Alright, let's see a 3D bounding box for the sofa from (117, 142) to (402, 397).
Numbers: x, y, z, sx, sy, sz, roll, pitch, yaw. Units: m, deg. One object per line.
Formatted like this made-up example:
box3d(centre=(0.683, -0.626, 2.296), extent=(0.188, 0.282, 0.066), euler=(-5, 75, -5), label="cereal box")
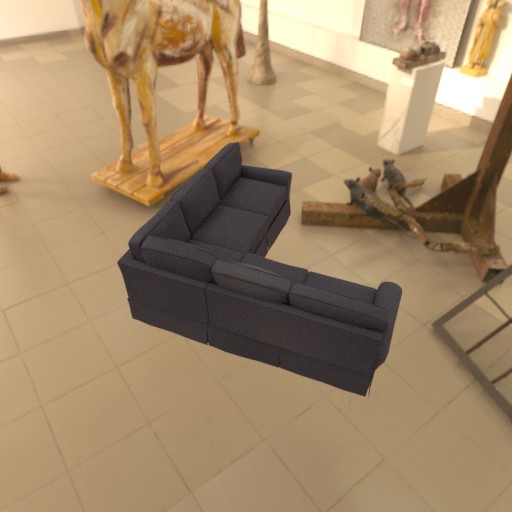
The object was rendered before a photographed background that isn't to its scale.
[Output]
box3d(centre=(0.000, 0.000, 5.158), extent=(2.874, 1.169, 3.773), euler=(-26, 47, -27), label="sofa")
